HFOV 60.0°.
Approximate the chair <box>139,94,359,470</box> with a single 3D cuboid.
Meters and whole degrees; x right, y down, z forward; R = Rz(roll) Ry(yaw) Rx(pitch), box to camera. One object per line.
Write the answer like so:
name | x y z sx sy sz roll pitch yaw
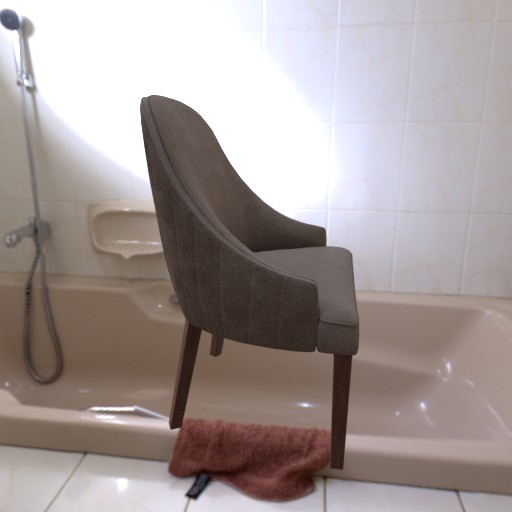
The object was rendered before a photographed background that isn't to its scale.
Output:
chair | 0.000 0.000 1.290 0.575 0.889 0.643 3 15 10
